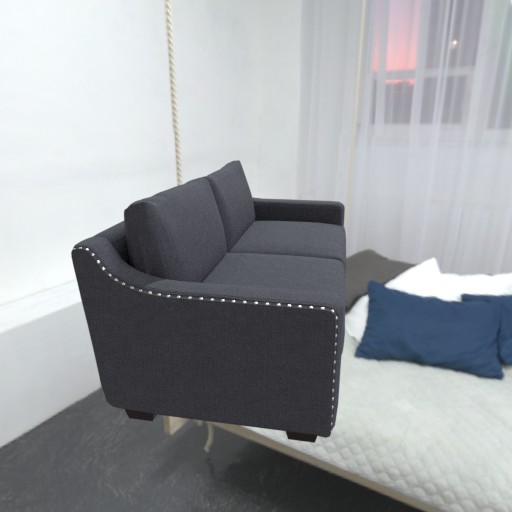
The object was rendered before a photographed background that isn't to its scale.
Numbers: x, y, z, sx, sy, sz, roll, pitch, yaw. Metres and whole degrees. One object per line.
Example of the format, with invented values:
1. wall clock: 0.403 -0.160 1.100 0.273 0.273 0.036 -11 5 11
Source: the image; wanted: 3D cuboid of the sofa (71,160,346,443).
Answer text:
1. sofa: 0.000 0.000 3.311 1.336 1.196 2.550 3 18 10
